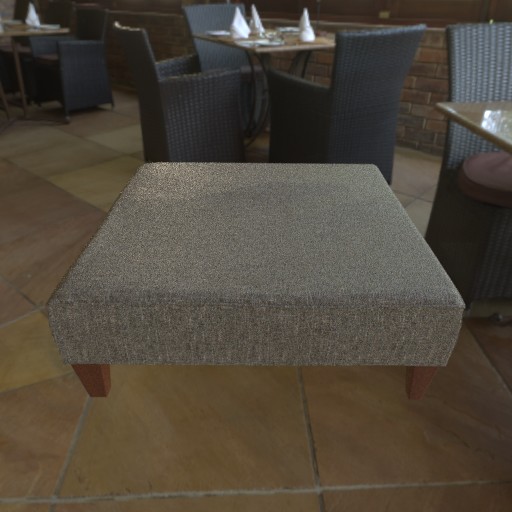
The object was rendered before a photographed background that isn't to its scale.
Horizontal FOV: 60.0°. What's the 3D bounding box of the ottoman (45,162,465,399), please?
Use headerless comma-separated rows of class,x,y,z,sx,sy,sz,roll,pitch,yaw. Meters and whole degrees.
ottoman,0.000,0.000,1.525,1.016,0.379,0.981,0,31,1
